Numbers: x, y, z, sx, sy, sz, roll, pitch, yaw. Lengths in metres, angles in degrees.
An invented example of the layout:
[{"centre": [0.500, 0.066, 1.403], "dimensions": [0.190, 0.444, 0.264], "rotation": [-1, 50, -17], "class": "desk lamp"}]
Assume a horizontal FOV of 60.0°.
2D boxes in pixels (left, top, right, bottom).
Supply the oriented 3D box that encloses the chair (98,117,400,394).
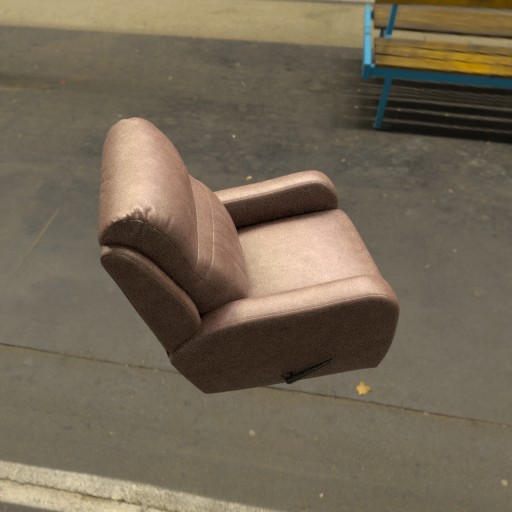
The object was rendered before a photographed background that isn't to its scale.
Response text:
[{"centre": [0.000, 0.000, 1.868], "dimensions": [1.067, 1.067, 0.865], "rotation": [-9, 46, -8], "class": "chair"}]
